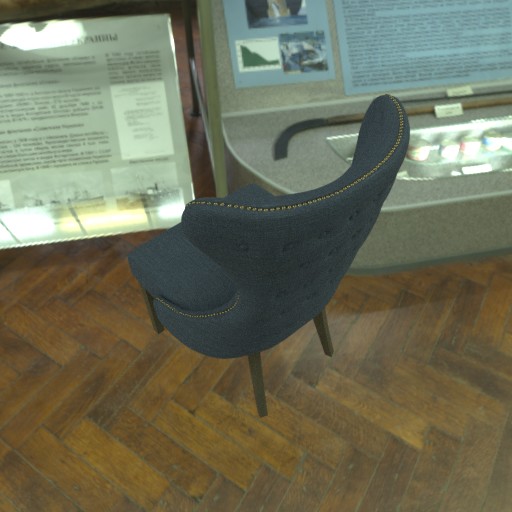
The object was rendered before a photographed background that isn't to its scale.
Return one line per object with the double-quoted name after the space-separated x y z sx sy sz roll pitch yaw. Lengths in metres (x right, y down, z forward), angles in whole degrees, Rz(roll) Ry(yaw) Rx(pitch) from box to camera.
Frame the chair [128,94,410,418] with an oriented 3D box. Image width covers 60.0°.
0.000 0.000 1.331 0.628 0.967 0.635 -34 56 -27 "chair"
